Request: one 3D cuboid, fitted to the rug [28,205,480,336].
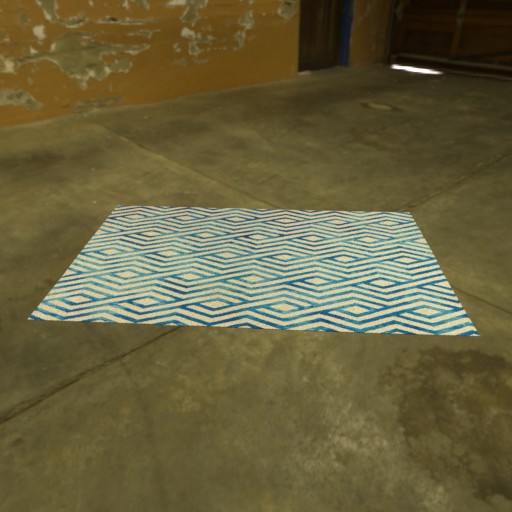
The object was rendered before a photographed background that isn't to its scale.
[{"bbox_3d":[0.000,0.000,3.036,2.439,0.008,1.531,2,31,3],"label":"rug"}]
